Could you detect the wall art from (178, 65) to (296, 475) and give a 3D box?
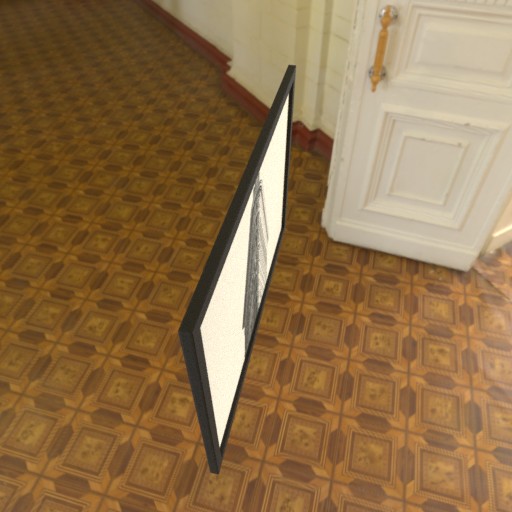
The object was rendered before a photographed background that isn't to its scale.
[{"bbox_3d":[0.000,0.000,1.237,0.049,0.659,0.964,11,48,10],"label":"wall art"}]
